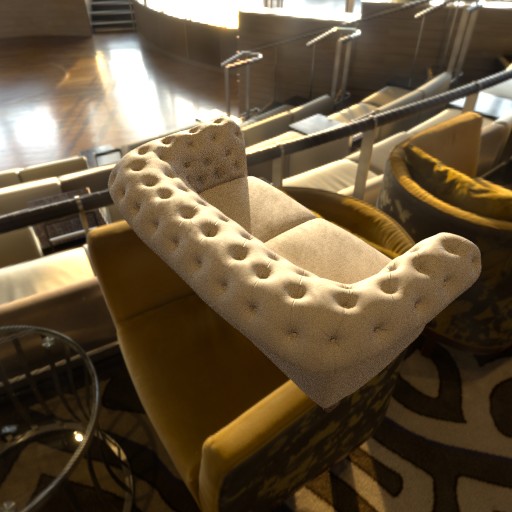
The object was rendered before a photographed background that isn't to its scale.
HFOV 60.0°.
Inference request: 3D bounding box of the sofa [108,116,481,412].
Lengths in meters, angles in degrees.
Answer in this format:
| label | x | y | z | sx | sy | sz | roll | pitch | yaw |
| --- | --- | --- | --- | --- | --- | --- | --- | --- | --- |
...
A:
| label | x | y | z | sx | sy | sz | roll | pitch | yaw |
| --- | --- | --- | --- | --- | --- | --- | --- | --- | --- |
| sofa | 0.000 | 0.000 | 2.501 | 1.069 | 0.835 | 1.988 | -28 | 47 | -29 |
